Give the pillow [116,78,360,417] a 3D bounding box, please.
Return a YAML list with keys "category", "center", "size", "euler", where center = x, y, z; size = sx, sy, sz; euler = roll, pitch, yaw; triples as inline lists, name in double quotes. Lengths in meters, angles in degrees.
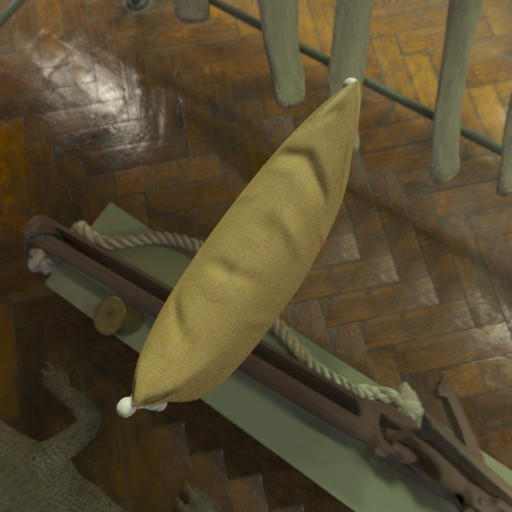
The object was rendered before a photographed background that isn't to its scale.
- category: "pillow"
  center: [0.000, 0.000, 0.854]
  size: [0.201, 0.322, 0.709]
  euler: [32, 77, 9]
